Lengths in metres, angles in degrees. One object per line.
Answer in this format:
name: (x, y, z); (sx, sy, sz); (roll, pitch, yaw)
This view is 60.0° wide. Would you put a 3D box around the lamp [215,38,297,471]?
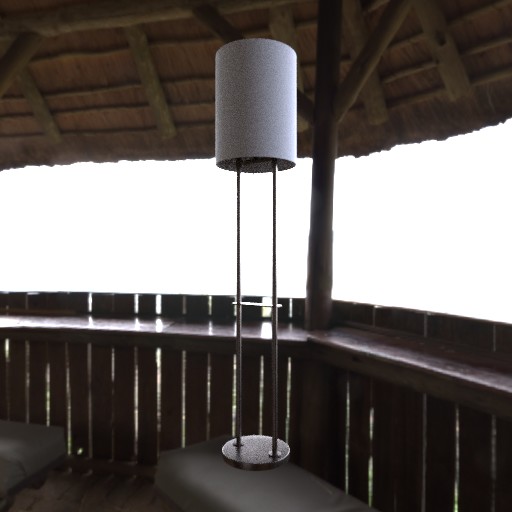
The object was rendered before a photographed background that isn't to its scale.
lamp: (0.000, 0.000, 1.674); (0.306, 1.500, 0.305); (0, -1, 35)
